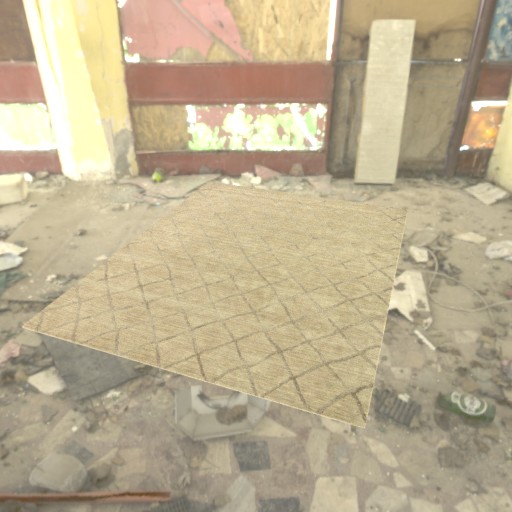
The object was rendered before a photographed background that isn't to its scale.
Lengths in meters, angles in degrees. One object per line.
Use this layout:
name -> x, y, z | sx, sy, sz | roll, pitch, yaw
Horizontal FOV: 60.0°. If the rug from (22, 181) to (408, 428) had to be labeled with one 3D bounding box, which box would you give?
rug -> 0.000, 0.000, 4.010 | 2.420, 0.019, 3.038 | 11, 32, 18
